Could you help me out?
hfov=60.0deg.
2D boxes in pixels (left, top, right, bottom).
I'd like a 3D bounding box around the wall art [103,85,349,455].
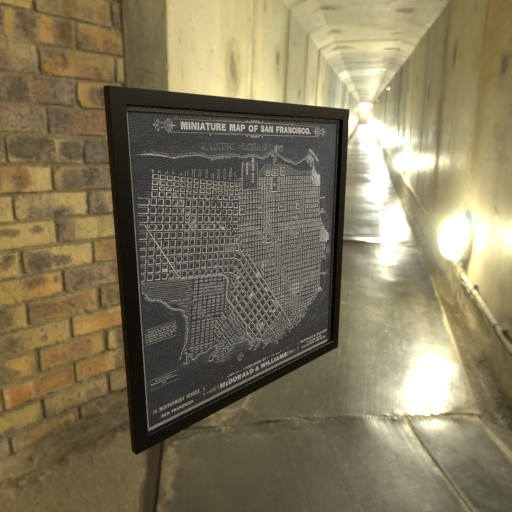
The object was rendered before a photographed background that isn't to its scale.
[{"bbox_3d":[0.000,0.000,0.689,0.457,0.458,0.012,-14,19,-43],"label":"wall art"}]
